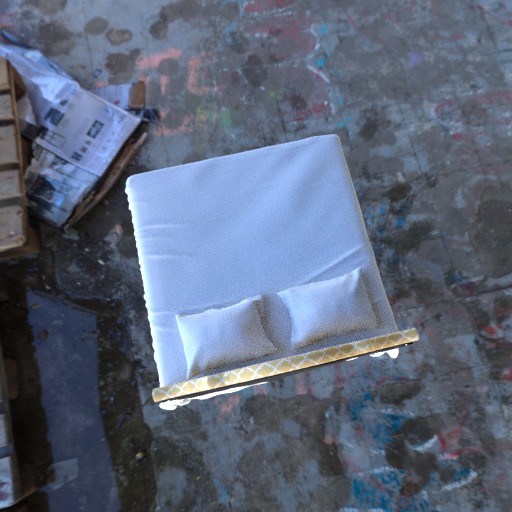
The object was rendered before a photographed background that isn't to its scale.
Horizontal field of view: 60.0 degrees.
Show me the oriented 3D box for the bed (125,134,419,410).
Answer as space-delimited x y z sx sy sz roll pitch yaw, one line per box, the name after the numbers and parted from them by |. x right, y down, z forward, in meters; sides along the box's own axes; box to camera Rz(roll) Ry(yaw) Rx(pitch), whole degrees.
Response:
0.000 0.000 3.815 2.314 1.601 2.222 -12 76 -3 | bed
